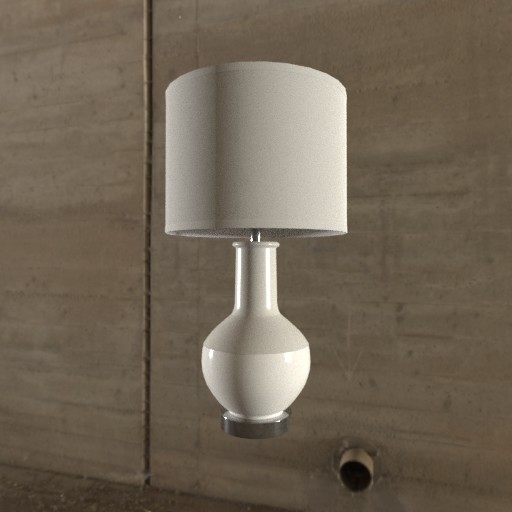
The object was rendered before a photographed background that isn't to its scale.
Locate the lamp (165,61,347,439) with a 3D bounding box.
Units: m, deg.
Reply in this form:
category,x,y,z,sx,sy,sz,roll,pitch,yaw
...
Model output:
category,x,y,z,sx,sy,sz,roll,pitch,yaw
lamp,0.000,0.000,0.885,0.357,0.673,0.357,0,0,-17
